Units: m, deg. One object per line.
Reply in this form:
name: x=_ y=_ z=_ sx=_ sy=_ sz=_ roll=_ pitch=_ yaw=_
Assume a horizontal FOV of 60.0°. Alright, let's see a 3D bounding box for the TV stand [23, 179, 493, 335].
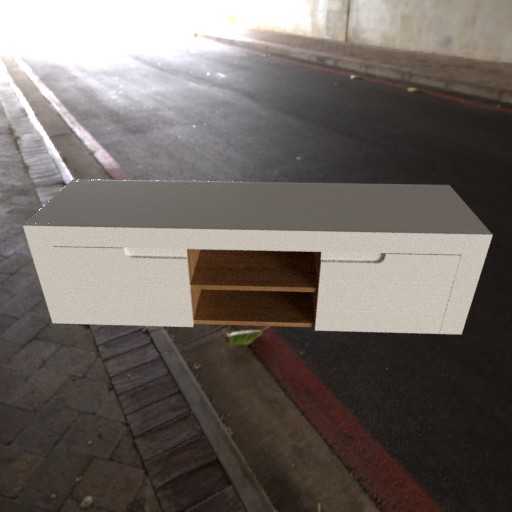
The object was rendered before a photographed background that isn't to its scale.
TV stand: x=0.000 y=0.000 z=1.703 sx=1.500 sy=0.440 sz=0.410 roll=1 pitch=31 yaw=2
